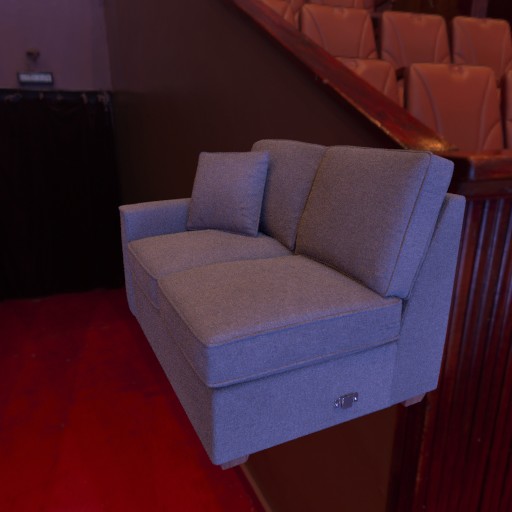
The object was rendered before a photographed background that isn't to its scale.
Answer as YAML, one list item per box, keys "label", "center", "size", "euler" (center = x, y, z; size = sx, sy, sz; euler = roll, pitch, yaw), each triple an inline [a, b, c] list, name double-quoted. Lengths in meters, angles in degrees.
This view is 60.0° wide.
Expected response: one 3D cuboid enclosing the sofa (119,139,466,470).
- label: "sofa"
  center: [0.000, 0.000, 2.006]
  size: [0.991, 0.989, 1.388]
  euler: [-8, 19, -25]
